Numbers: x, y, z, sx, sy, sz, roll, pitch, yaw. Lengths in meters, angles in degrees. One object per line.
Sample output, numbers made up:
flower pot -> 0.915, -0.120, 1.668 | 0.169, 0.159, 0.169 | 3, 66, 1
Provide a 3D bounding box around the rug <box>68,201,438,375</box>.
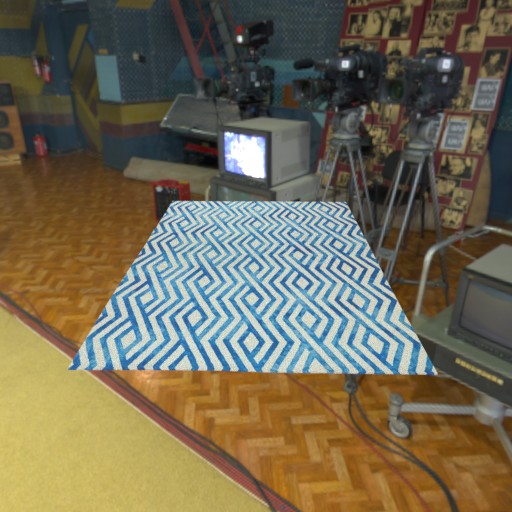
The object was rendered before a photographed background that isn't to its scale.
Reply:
rug -> 0.000, 0.000, 2.291 | 1.225, 0.008, 1.830 | 0, 25, 1
